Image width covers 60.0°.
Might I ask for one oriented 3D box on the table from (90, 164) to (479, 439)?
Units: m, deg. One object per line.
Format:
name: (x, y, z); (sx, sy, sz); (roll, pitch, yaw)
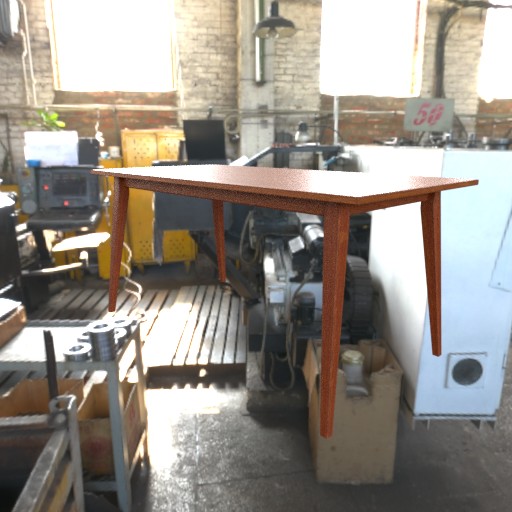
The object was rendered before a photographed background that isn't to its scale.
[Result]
table: (0.000, 0.000, 2.070); (0.811, 0.755, 1.609); (-13, 20, -42)
